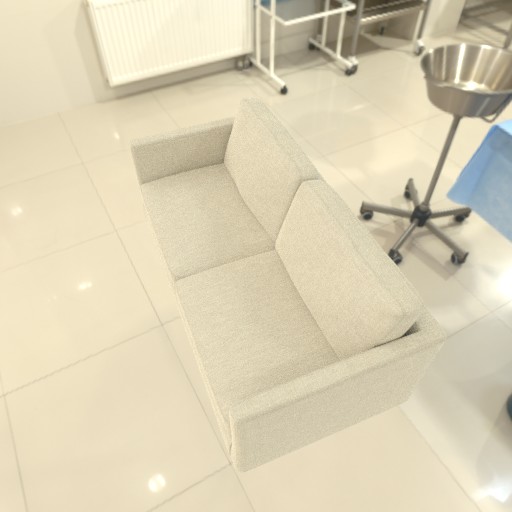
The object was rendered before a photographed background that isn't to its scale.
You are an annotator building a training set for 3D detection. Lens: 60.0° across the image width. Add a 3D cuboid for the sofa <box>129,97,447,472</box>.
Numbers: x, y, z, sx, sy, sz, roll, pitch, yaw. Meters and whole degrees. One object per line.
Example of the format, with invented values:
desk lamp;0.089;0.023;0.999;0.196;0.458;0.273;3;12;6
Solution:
sofa;0.000;0.000;2.414;0.950;0.963;1.838;-17;51;-14
